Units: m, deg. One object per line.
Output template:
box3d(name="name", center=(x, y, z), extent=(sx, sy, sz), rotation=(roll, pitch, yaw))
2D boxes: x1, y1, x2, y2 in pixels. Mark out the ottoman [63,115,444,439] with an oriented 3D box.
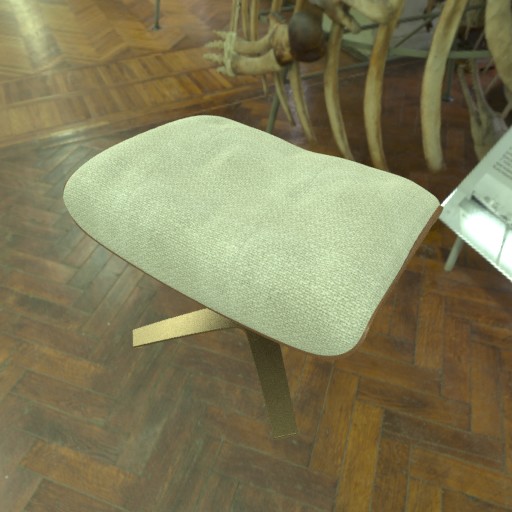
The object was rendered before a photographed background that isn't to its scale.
box3d(name="ottoman", center=(0.000, 0.000, 0.814), extent=(0.520, 0.391, 0.394), rotation=(25, 50, 23))
